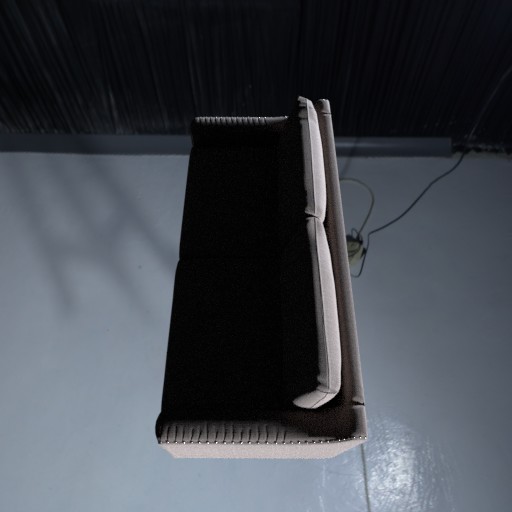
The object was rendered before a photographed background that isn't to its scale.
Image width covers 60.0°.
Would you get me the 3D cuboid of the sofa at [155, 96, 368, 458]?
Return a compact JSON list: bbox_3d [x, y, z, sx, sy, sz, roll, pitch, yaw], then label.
[{"bbox_3d":[0.000,0.000,2.739,1.000,0.857,2.208,0,59,0],"label":"sofa"}]
